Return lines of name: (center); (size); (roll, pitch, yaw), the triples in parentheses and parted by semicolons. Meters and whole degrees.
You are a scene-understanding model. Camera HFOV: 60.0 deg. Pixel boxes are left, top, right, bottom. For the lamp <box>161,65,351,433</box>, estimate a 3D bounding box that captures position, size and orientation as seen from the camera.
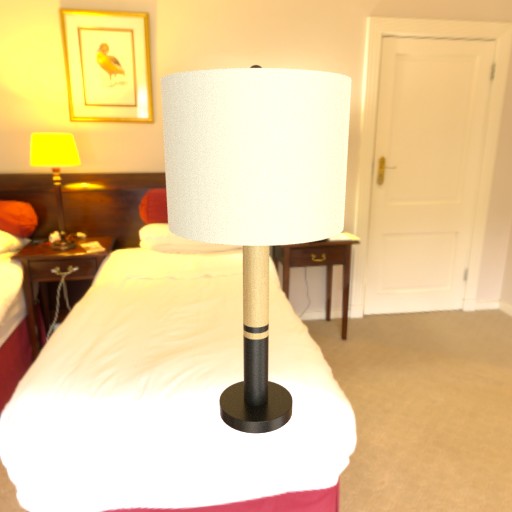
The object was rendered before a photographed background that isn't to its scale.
lamp: (0.000, 0.000, 0.801); (0.305, 0.640, 0.305); (14, 21, 42)
